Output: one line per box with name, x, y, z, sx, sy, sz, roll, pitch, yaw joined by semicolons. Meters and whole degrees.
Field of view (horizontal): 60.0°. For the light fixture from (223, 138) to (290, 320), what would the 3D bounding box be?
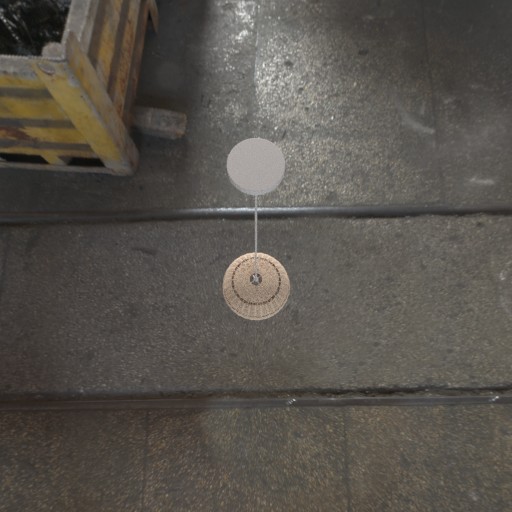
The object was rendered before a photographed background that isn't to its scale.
light fixture;0.000;0.000;2.240;0.457;2.019;0.457;-33;77;-8
